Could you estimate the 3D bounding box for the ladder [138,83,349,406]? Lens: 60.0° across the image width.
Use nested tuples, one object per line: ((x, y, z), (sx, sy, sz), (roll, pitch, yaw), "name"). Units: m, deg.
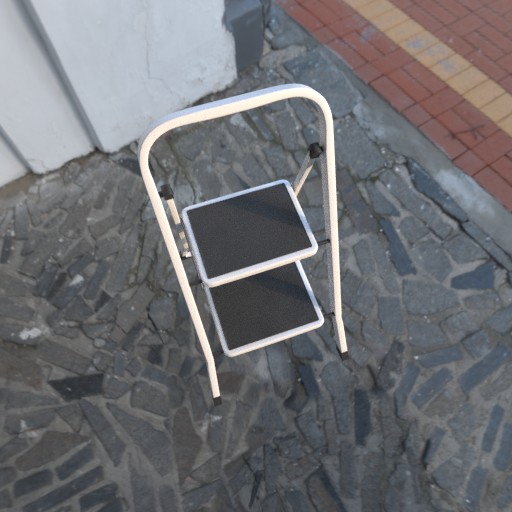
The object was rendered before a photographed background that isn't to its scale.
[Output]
((0.000, 0.000, 1.165), (0.460, 0.810, 0.544), (-17, 66, -8), "ladder")
